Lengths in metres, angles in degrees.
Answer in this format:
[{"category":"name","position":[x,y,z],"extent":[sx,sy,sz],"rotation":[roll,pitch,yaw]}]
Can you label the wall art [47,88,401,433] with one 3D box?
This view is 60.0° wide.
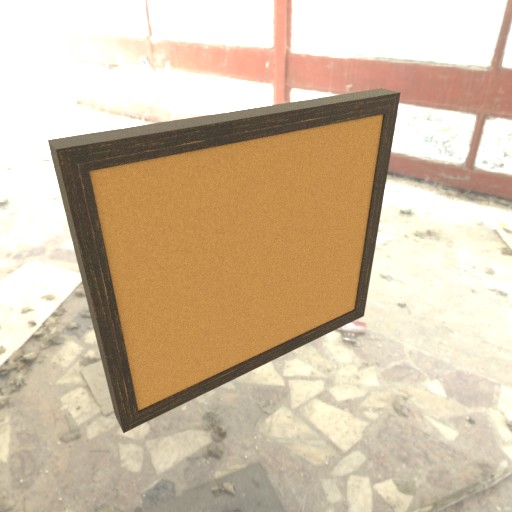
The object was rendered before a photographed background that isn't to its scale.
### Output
[{"category":"wall art","position":[0.000,0.000,0.520],"extent":[0.381,0.330,0.031],"rotation":[-19,36,-28]}]
